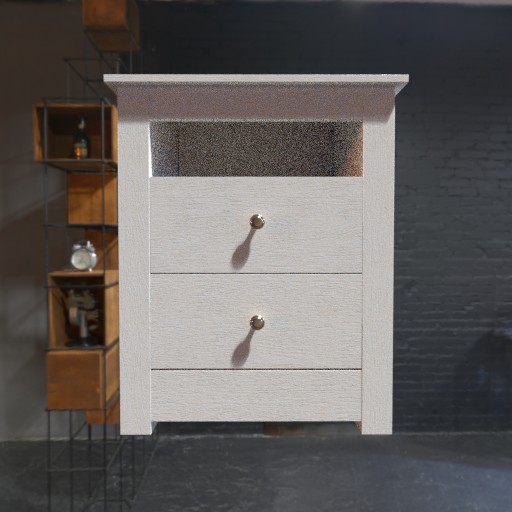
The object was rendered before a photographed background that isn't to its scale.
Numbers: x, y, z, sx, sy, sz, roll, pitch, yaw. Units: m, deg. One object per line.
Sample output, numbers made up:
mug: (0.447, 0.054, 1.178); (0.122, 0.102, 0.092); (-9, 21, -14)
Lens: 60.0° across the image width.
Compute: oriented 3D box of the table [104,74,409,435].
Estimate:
table: (0.000, 0.000, 1.065); (0.589, 0.711, 0.406); (0, 2, 0)
